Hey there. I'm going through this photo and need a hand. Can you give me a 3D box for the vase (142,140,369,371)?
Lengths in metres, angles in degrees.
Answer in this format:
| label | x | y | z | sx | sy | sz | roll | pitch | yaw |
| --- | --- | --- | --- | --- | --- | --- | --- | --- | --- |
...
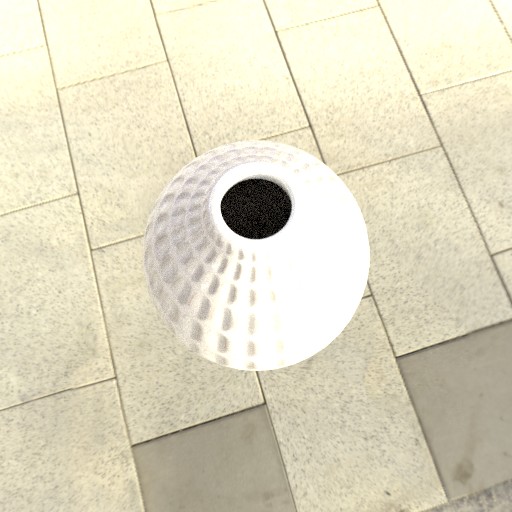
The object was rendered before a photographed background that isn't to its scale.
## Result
| label | x | y | z | sx | sy | sz | roll | pitch | yaw |
| --- | --- | --- | --- | --- | --- | --- | --- | --- | --- |
| vase | 0.000 | 0.000 | 0.255 | 0.128 | 0.167 | 0.128 | 0 | 76 | 0 |
